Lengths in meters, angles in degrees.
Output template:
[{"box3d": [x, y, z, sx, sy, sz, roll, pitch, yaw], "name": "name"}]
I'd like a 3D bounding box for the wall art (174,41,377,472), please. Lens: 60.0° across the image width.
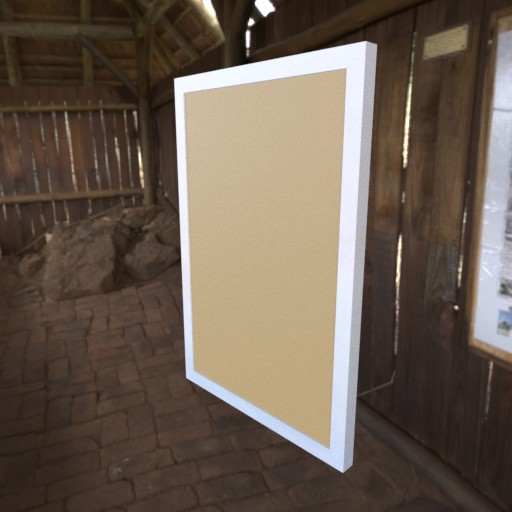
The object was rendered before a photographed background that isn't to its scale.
[{"box3d": [0.000, 0.000, 1.138, 0.039, 0.915, 0.612, -13, 18, -43], "name": "wall art"}]
